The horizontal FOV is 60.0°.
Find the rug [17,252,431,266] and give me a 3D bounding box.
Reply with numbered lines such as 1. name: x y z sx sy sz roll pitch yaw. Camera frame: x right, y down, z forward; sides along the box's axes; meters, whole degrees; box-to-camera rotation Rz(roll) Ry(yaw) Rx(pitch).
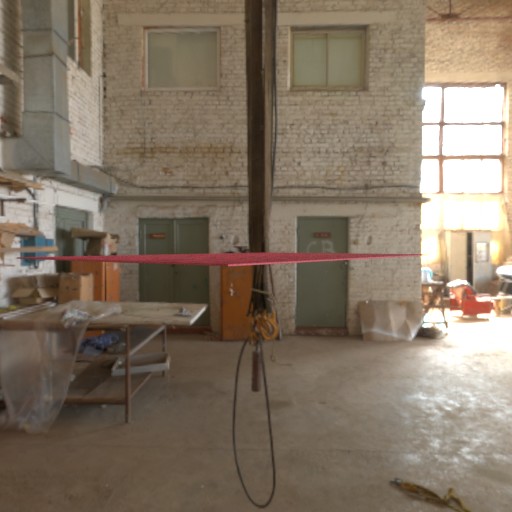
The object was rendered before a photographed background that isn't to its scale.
1. rug: 0.000 0.000 2.258 1.209 0.008 1.814 1 2 38
